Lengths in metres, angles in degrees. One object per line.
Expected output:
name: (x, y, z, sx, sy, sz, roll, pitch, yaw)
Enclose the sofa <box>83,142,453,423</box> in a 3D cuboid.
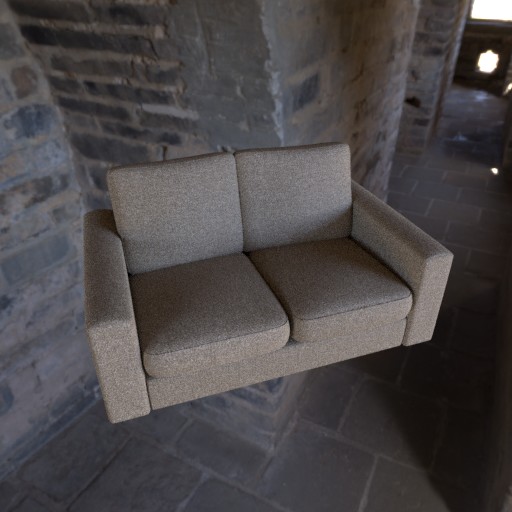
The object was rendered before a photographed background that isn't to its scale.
sofa: (0.000, 0.000, 2.242, 1.616, 0.873, 1.016, -10, 33, -16)
